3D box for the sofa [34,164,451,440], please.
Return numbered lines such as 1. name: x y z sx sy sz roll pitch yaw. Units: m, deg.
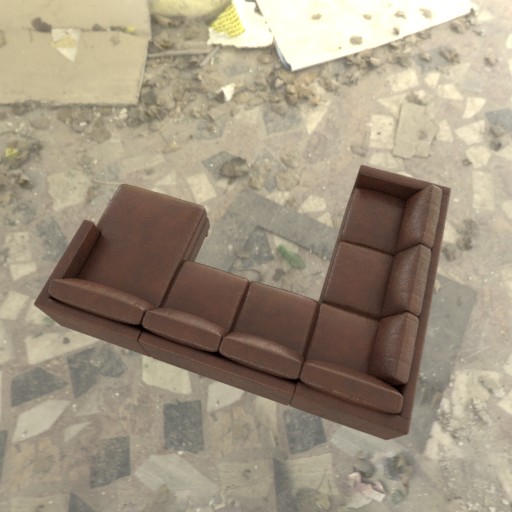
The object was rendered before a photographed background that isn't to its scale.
1. sofa: 0.000 0.000 4.435 3.324 0.891 2.452 17 65 8
